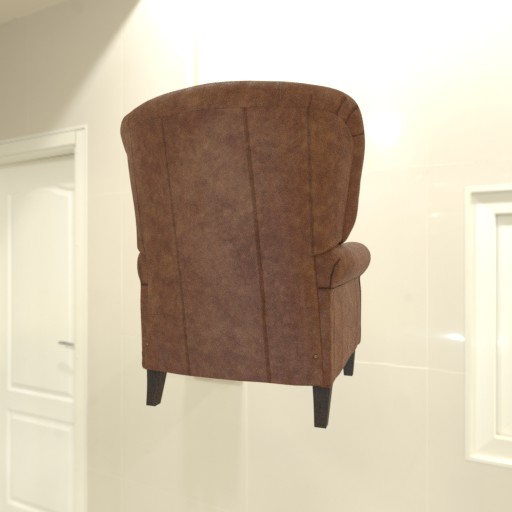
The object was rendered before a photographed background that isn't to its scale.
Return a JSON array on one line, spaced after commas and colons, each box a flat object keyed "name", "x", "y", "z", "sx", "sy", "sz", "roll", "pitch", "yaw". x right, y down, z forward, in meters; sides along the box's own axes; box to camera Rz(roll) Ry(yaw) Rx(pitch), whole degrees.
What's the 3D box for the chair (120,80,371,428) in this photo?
[{"name": "chair", "x": 0.000, "y": 0.000, "z": 1.893, "sx": 0.951, "sy": 1.164, "sz": 1.059, "roll": 0, "pitch": 0, "yaw": 19}]
